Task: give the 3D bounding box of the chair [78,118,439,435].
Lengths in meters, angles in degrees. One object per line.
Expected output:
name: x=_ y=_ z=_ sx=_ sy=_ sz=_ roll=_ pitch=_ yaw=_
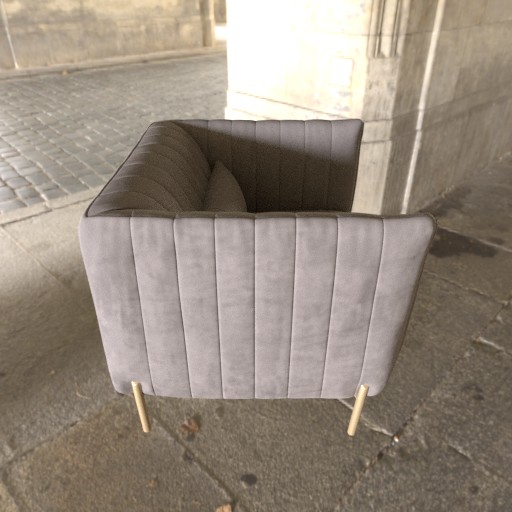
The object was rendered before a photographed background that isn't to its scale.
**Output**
chair: x=0.000 y=0.000 z=1.616 sx=0.873 sy=0.779 sz=0.981 roll=0 pitch=32 yaw=0
